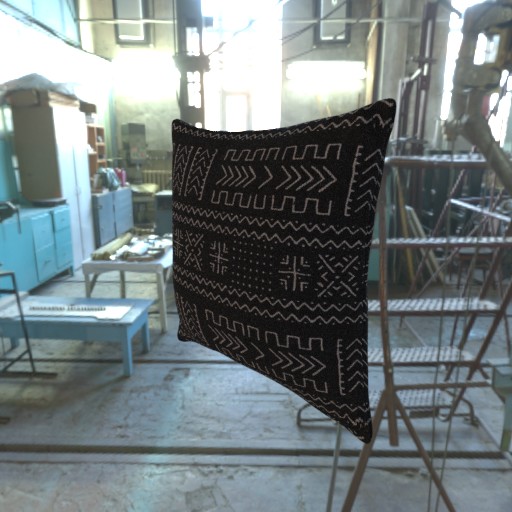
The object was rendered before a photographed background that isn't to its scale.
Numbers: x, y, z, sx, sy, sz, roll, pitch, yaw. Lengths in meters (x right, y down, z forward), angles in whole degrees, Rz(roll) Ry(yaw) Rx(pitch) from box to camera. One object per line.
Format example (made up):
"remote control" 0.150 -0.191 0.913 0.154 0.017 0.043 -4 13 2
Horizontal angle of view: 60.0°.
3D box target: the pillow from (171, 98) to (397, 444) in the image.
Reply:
"pillow" 0.000 0.000 0.682 0.164 0.430 0.438 -13 19 -42
